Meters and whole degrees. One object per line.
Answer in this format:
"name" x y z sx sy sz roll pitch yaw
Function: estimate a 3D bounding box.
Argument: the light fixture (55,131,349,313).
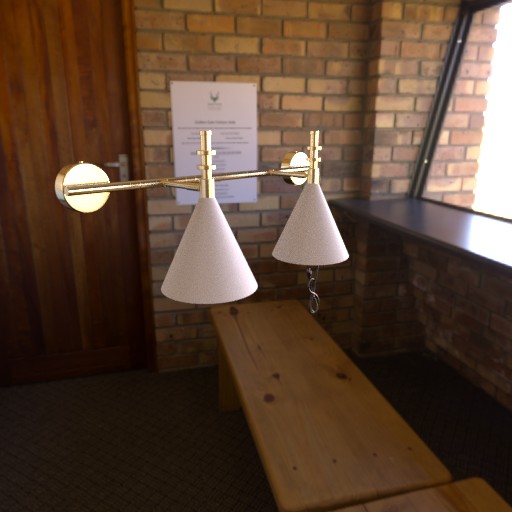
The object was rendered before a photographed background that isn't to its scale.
"light fixture" 0.000 0.000 0.861 0.239 0.468 0.642 14 21 42
